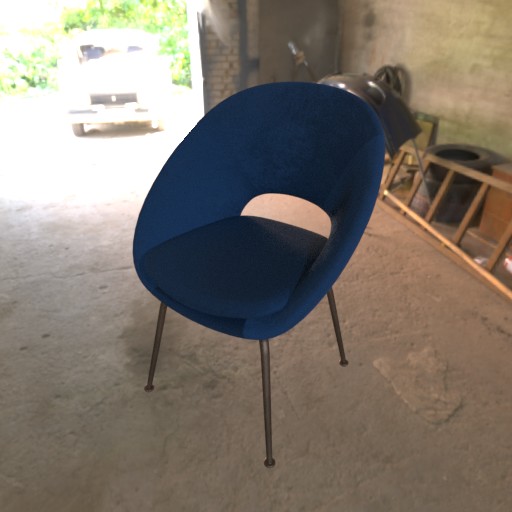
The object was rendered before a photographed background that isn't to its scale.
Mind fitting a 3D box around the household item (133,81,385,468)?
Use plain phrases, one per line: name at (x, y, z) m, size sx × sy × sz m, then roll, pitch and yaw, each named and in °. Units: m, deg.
household item at (0.000, 0.000, 1.246) m, size 0.623 × 0.852 × 0.573 m, roll 19°, pitch 35°, yaw 30°
